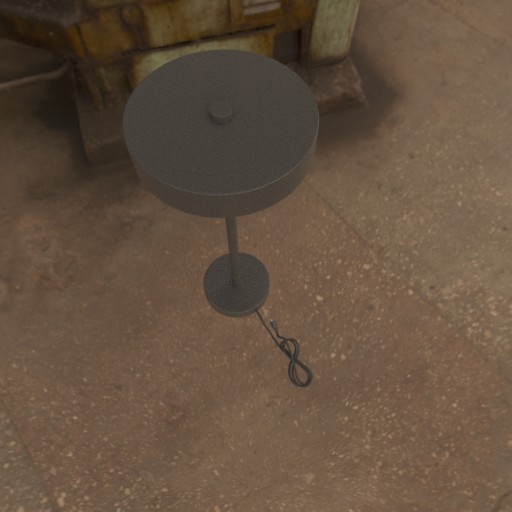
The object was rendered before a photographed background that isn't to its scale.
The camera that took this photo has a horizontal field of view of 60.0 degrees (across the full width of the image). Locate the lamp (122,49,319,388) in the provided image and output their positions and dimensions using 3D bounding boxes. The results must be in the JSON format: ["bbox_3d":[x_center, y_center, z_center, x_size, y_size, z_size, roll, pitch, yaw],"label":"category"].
[{"bbox_3d":[0.000,0.000,0.707,0.229,0.508,0.369,-32,67,-16],"label":"lamp"}]
